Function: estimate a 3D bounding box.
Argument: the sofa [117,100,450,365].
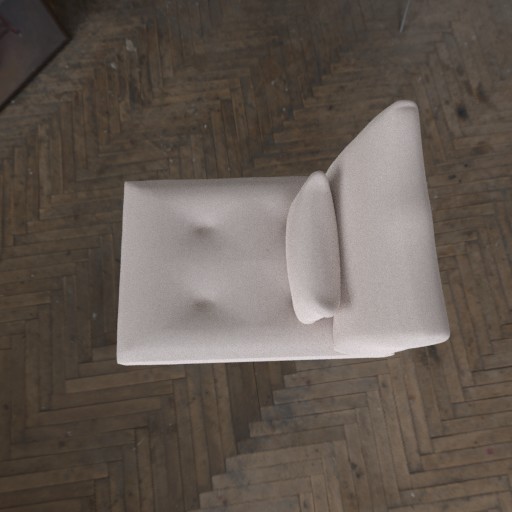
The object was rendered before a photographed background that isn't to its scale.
[{"bbox_3d":[0.000,0.000,1.536,1.000,0.820,0.700,-2,75,0],"label":"sofa"}]
